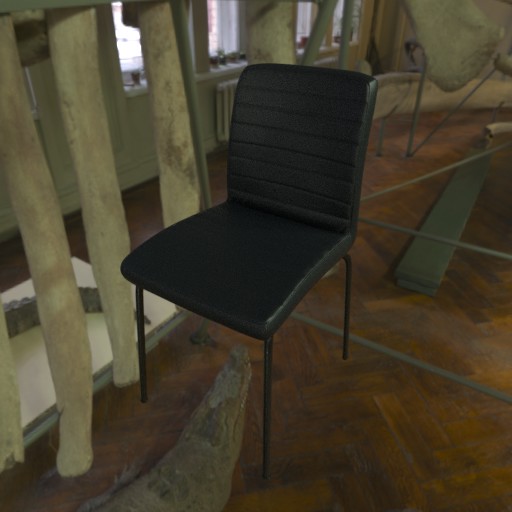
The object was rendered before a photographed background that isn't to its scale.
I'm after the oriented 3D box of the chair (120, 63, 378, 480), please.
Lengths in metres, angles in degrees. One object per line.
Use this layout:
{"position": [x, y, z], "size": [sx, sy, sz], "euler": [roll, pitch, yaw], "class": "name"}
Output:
{"position": [0.000, 0.000, 1.179], "size": [0.450, 0.872, 0.572], "euler": [19, 36, 28], "class": "chair"}
